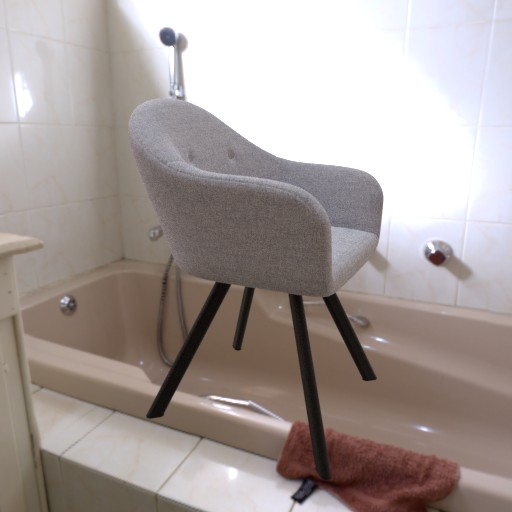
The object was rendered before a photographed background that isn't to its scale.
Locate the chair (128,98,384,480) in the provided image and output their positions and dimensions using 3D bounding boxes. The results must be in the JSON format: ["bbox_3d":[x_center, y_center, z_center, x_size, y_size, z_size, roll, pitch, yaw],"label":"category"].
[{"bbox_3d":[0.000,0.000,1.133,0.570,0.780,0.540,7,16,26],"label":"chair"}]
